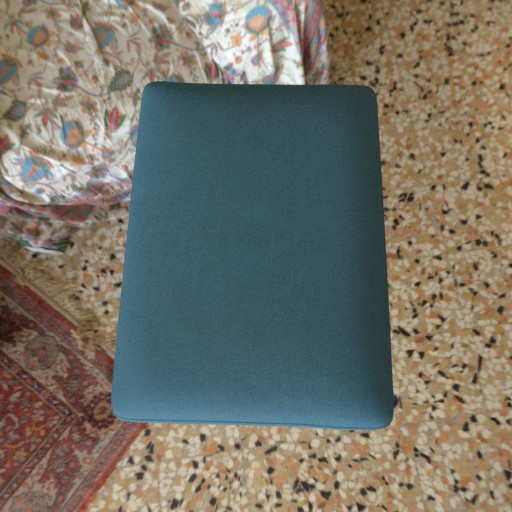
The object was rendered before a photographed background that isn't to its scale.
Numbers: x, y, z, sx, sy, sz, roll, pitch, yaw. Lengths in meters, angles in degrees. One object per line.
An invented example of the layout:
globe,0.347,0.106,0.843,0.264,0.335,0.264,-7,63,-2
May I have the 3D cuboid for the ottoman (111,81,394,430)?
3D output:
ottoman,0.000,0.000,1.063,0.549,0.428,0.749,1,75,0
